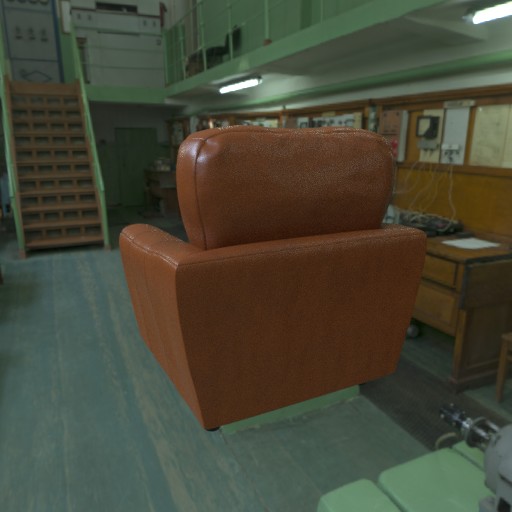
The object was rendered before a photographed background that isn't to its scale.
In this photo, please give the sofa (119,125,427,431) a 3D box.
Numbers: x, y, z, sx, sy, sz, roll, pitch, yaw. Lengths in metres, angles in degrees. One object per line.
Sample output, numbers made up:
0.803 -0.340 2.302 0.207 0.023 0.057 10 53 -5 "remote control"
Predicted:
0.000 0.000 1.570 0.836 0.876 0.789 -7 17 -26 "sofa"
